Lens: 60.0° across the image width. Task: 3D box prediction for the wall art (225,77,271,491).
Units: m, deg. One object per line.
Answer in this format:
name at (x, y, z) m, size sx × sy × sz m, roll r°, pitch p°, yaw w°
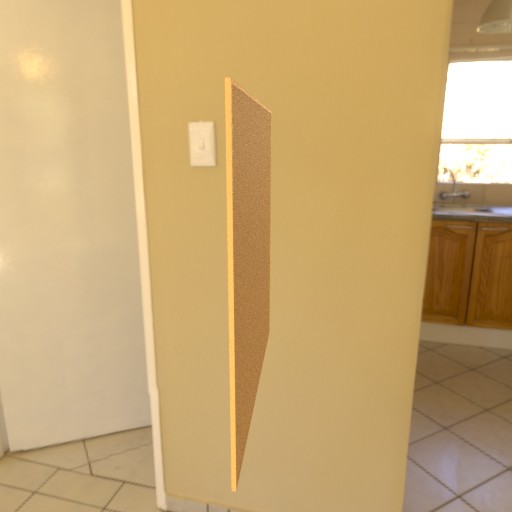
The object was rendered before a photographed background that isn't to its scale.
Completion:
wall art at (0.000, 0.000, 1.442) m, size 0.013 × 0.959 × 0.962 m, roll 2°, pitch 14°, yaw 6°
